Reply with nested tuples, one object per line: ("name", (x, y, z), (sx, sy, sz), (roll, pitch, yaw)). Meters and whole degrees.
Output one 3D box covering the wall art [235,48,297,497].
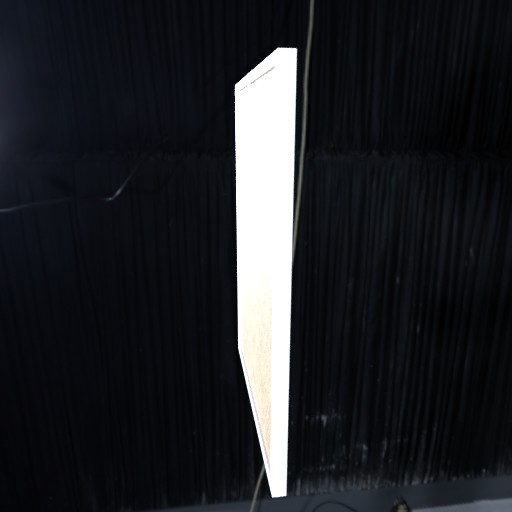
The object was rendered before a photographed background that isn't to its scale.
("wall art", (0.000, 0.000, 1.372), (0.042, 1.056, 0.805), (-2, 16, -8))
